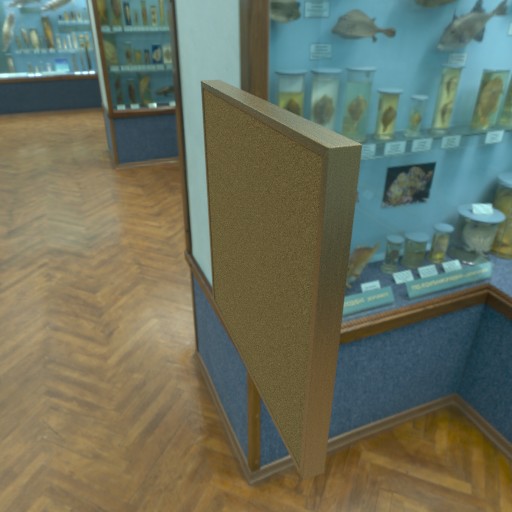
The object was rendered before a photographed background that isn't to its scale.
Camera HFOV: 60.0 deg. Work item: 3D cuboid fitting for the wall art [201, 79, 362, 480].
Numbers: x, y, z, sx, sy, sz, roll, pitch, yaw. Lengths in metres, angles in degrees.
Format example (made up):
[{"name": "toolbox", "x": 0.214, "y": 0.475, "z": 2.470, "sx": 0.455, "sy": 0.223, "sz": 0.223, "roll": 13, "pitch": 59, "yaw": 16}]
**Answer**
[{"name": "wall art", "x": 0.000, "y": 0.000, "z": 0.760, "sx": 0.037, "sy": 0.505, "sz": 0.505, "roll": -10, "pitch": 30, "yaw": -18}]
